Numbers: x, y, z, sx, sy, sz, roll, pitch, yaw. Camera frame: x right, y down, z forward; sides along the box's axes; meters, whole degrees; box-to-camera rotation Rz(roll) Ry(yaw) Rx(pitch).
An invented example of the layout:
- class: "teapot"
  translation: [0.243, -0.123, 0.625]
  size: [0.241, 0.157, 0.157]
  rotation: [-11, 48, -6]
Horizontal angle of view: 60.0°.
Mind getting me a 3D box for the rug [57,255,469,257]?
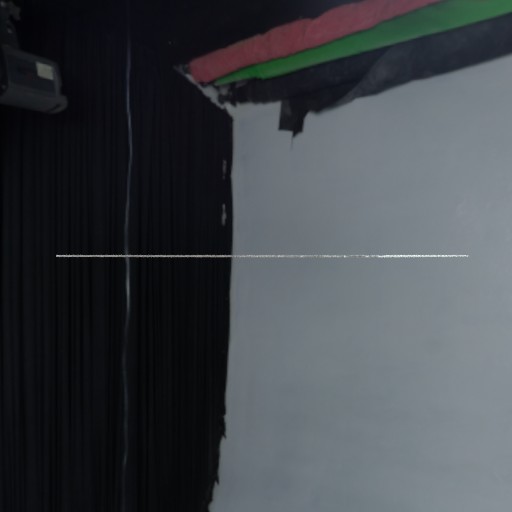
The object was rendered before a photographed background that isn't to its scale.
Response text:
- class: "rug"
  translation: [0.000, 0.000, 3.070]
  size: [2.440, 0.010, 1.528]
  rotation: [0, 0, 36]
